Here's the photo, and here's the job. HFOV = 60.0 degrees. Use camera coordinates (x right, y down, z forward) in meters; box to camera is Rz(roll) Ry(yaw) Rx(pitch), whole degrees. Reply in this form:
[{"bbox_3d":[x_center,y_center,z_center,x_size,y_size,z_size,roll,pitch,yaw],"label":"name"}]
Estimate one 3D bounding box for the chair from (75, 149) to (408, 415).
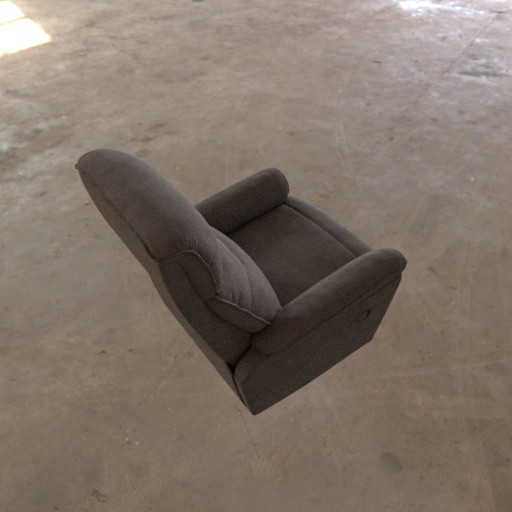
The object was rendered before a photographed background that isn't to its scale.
[{"bbox_3d":[0.000,0.000,1.737,1.009,1.036,0.830,-27,49,-26],"label":"chair"}]
